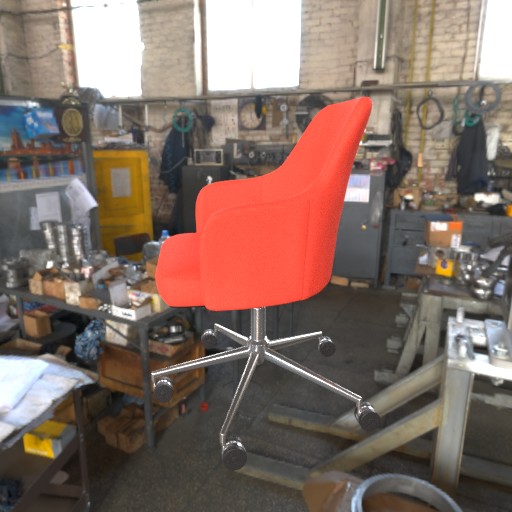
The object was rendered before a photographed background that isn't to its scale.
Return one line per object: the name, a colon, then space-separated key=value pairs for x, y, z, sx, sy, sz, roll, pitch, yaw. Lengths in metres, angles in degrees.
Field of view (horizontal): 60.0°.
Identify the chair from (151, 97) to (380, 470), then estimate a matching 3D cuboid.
chair: x=0.000 y=0.000 z=1.218 sx=0.600 sy=0.820 sz=0.655 roll=-2 pitch=15 yaw=-8
